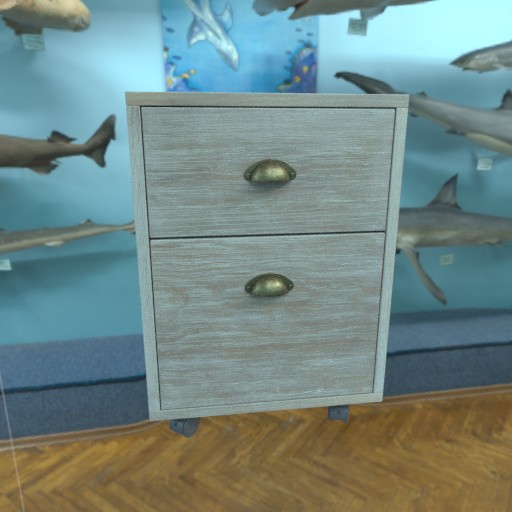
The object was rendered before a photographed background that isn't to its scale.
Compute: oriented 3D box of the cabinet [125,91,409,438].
[{"bbox_3d":[0.000,0.000,0.876,0.409,0.579,0.401,-2,16,-8],"label":"cabinet"}]
